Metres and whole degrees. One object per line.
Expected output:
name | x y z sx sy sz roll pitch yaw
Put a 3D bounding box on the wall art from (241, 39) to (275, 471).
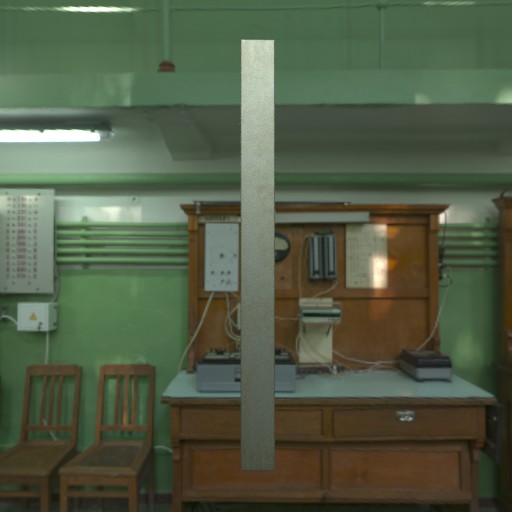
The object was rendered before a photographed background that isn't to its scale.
wall art | 0.000 0.000 0.771 0.040 0.506 0.503 0 0 0
